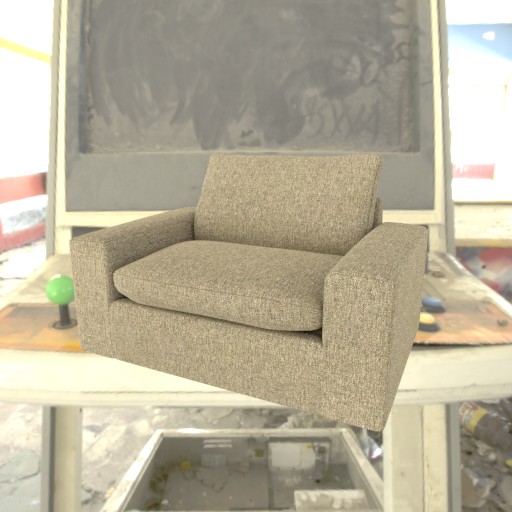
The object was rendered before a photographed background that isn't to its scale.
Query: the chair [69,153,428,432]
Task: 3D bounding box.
[{"bbox_3d":[0.000,0.000,2.064,1.398,0.915,1.039,7,16,25],"label":"chair"}]
